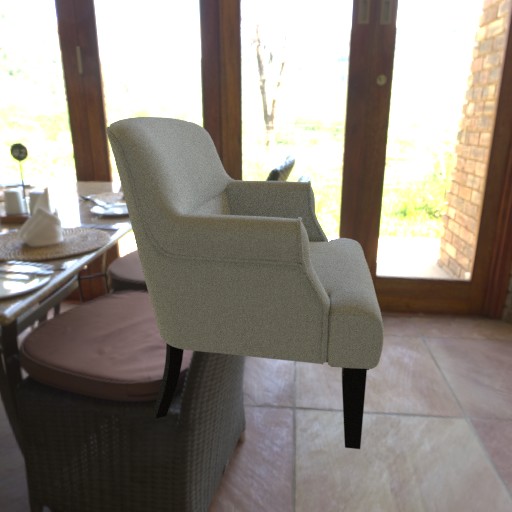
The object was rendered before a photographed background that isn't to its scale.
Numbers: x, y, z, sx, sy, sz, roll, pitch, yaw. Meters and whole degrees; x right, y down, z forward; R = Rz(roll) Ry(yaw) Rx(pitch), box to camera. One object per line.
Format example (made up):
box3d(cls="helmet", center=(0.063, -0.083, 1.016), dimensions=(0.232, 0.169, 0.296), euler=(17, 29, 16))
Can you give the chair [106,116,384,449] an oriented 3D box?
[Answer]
box3d(cls="chair", center=(0.000, 0.000, 1.459), dimensions=(0.750, 0.875, 0.781), euler=(3, 17, 8))
